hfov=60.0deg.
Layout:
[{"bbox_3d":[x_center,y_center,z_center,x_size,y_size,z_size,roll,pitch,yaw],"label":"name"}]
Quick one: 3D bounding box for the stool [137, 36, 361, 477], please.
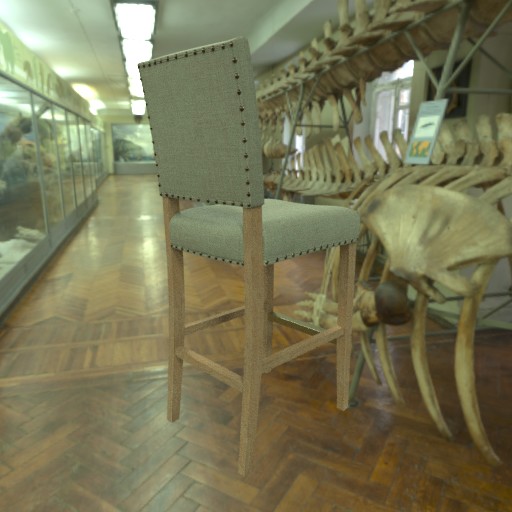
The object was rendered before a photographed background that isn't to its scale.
[{"bbox_3d":[0.000,0.000,1.483,0.585,1.203,0.445,-13,19,-43],"label":"stool"}]
